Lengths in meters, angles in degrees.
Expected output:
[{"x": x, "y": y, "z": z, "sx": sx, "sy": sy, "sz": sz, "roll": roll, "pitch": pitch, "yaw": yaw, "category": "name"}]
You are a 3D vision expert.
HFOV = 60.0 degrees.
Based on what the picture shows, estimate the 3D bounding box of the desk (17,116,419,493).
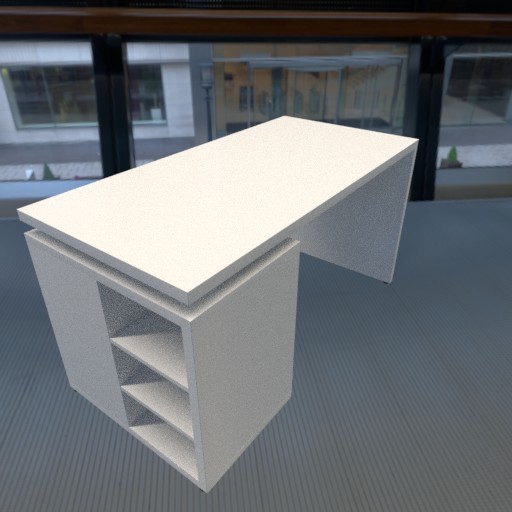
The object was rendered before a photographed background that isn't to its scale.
[{"x": 0.000, "y": 0.000, "z": 1.781, "sx": 0.690, "sy": 0.740, "sz": 1.400, "roll": 21, "pitch": 37, "yaw": 31, "category": "desk"}]
